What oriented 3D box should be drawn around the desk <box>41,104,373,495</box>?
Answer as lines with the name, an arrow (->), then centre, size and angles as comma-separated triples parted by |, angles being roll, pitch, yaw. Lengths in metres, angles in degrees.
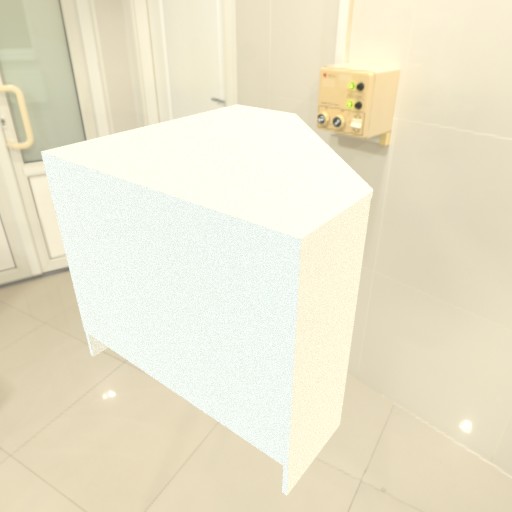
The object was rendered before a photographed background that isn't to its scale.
desk -> 0.000, 0.000, 1.617 | 0.940, 0.818, 0.926 | 21, 36, 32
